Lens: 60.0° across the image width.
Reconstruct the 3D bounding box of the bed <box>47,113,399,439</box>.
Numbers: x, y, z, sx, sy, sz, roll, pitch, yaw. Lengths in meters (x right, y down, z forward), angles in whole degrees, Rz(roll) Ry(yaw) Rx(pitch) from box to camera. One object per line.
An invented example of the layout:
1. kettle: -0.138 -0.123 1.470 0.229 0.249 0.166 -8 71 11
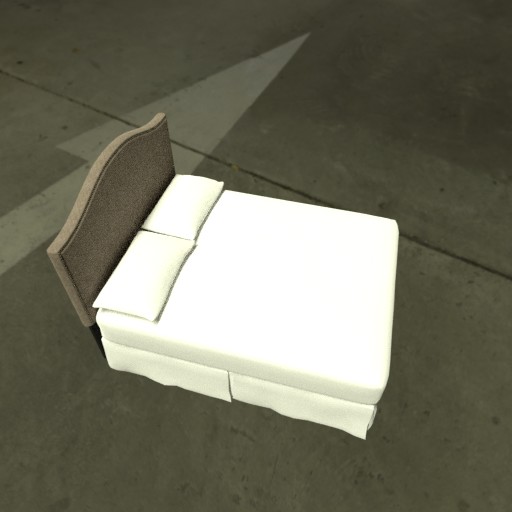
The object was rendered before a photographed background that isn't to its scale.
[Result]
1. bed: 0.000 0.000 3.339 2.153 1.518 1.713 11 48 10
